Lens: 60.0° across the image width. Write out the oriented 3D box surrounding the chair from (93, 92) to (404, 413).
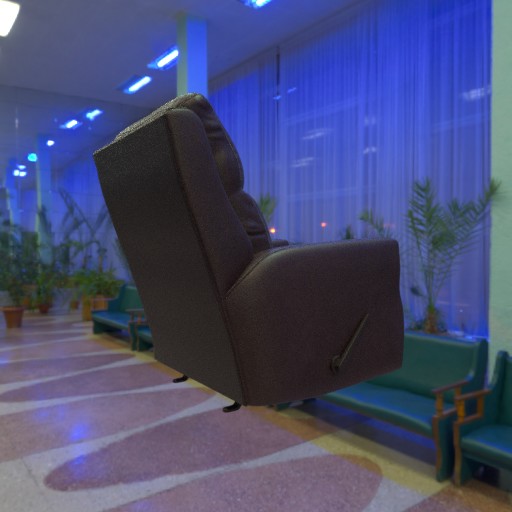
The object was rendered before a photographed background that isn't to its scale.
[{"bbox_3d":[0.000,0.000,1.780,1.080,1.030,0.829,-1,2,-36],"label":"chair"}]
